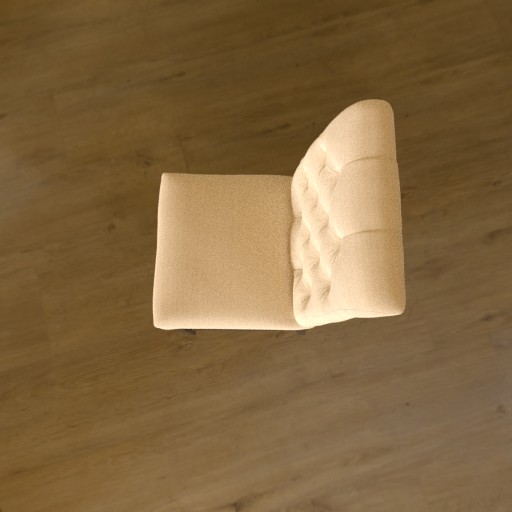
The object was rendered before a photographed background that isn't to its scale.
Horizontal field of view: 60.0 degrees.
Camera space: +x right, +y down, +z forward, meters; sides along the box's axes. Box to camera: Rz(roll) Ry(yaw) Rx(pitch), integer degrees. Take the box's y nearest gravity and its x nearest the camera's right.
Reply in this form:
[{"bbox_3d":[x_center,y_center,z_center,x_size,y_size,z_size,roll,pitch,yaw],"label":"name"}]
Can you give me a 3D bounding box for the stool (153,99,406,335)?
[{"bbox_3d":[0.000,0.000,1.442,0.610,1.118,0.482,0,77,0],"label":"stool"}]
